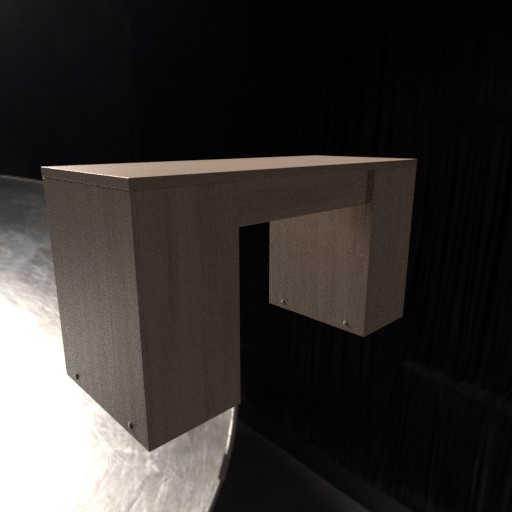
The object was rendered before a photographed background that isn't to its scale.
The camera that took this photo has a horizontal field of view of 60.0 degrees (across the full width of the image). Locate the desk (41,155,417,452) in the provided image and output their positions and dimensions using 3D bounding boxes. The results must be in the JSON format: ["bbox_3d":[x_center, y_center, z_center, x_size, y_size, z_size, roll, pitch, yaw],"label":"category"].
[{"bbox_3d":[0.000,0.000,1.785,1.390,0.740,0.600,-14,20,-42],"label":"desk"}]
